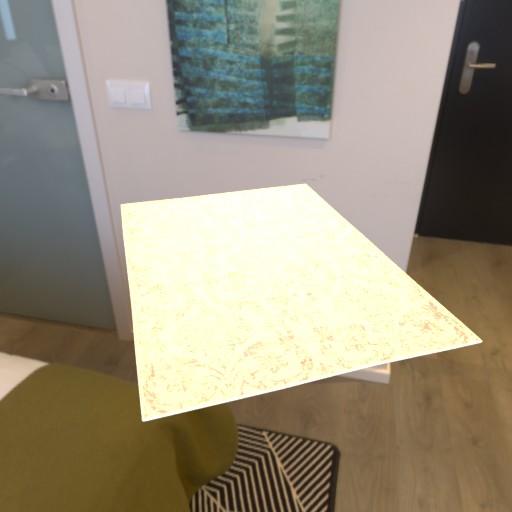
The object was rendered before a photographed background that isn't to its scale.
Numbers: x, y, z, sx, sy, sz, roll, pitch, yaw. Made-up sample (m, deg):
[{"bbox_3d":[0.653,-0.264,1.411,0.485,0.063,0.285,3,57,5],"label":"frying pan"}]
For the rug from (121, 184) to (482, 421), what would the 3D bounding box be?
[{"bbox_3d":[0.000,0.000,2.832,1.598,0.014,2.202,-9,31,-15],"label":"rug"}]
